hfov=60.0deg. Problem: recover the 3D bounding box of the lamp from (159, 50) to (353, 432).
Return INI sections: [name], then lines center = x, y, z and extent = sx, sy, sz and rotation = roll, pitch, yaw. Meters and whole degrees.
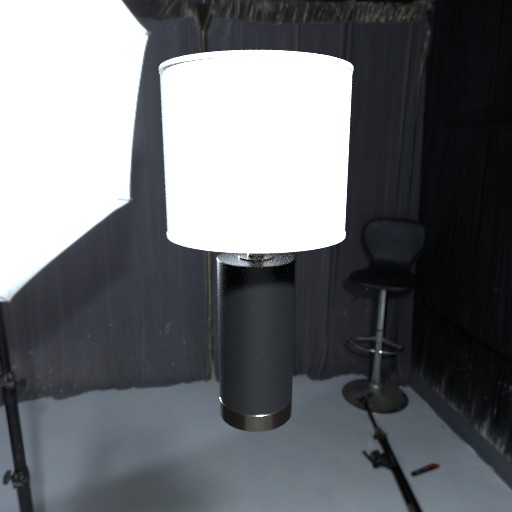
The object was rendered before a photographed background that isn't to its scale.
[lamp]
center = 0.000, 0.000, 0.617
extent = 0.241, 0.482, 0.240
rotation = -2, 14, -9
